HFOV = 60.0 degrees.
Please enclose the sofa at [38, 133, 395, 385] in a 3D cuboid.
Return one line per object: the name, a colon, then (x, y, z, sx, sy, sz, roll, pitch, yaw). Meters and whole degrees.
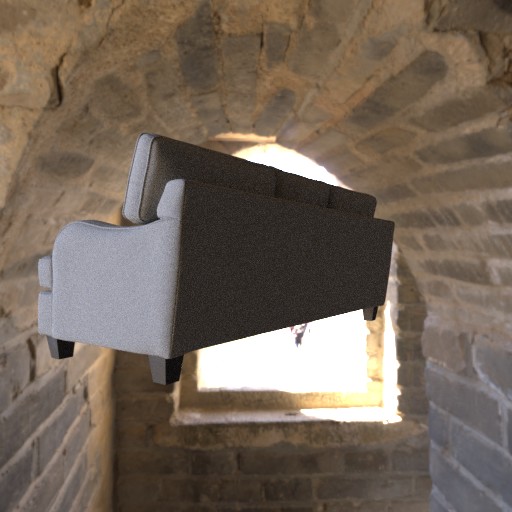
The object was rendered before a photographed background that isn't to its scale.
sofa: (0.000, 0.000, 2.794, 1.016, 0.997, 2.323, 0, 0, 36)
